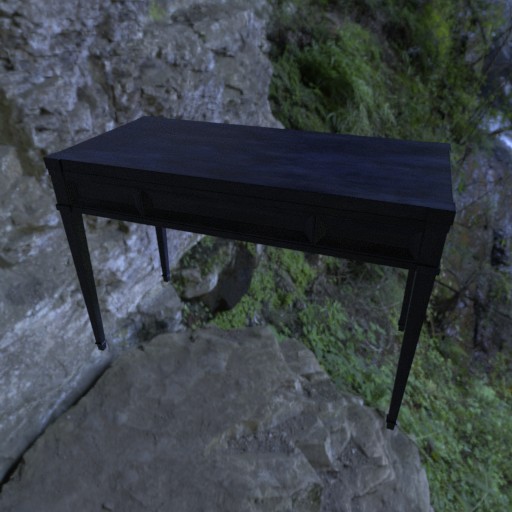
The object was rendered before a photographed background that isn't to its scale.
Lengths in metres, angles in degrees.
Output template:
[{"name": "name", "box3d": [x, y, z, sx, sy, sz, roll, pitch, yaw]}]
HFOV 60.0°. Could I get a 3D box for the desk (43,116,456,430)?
[{"name": "desk", "box3d": [0.000, 0.000, 1.770, 1.289, 0.861, 0.630, 10, 32, 17]}]
